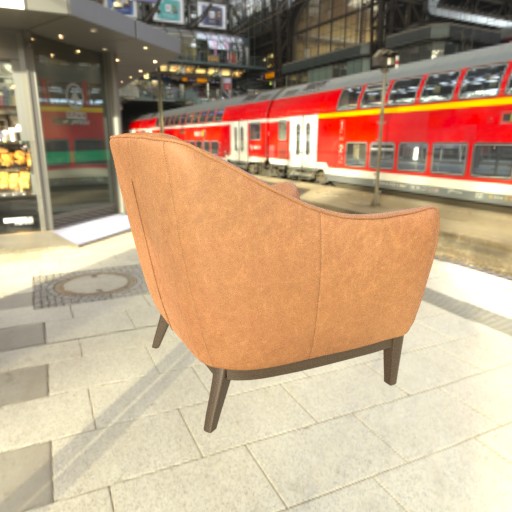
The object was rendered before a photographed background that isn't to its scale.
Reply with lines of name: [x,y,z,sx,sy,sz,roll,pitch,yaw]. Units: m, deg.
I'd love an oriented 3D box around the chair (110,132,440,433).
chair: [0.000,0.000,1.554,0.852,0.830,0.871,-8,17,-26]
